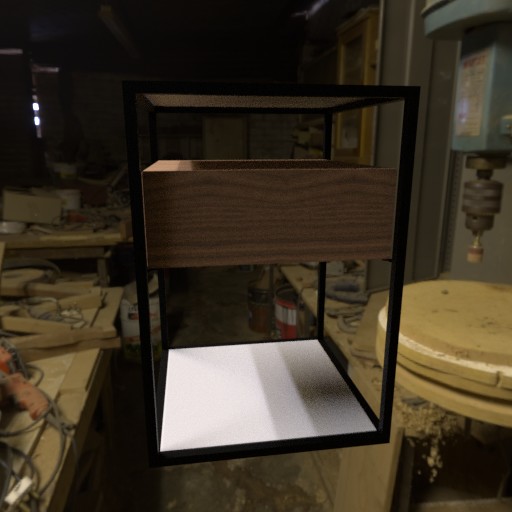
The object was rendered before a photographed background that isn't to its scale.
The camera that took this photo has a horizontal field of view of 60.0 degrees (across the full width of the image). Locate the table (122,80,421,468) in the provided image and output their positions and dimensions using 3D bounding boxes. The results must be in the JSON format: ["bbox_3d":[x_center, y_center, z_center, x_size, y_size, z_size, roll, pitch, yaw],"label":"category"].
[{"bbox_3d":[0.000,0.000,0.799,0.378,0.540,0.378,-2,15,-8],"label":"table"}]
